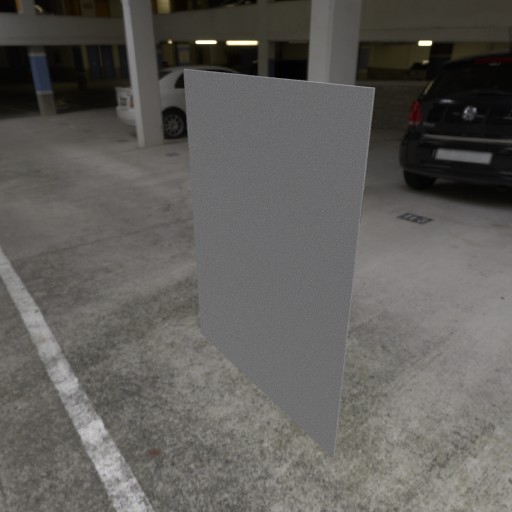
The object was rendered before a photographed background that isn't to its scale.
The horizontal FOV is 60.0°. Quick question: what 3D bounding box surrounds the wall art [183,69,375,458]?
[{"bbox_3d":[0.000,0.000,0.809,0.003,0.609,0.457,-18,31,-32],"label":"wall art"}]
